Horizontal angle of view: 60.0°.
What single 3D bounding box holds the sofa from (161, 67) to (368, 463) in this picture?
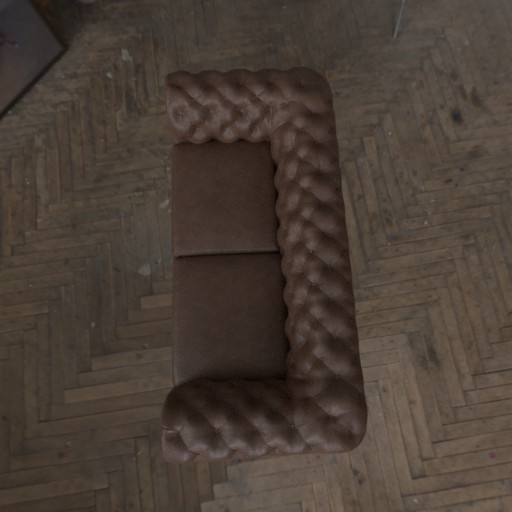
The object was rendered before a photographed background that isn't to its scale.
[{"bbox_3d":[0.000,0.000,2.518,0.955,0.784,2.048,-3,74,-1],"label":"sofa"}]
